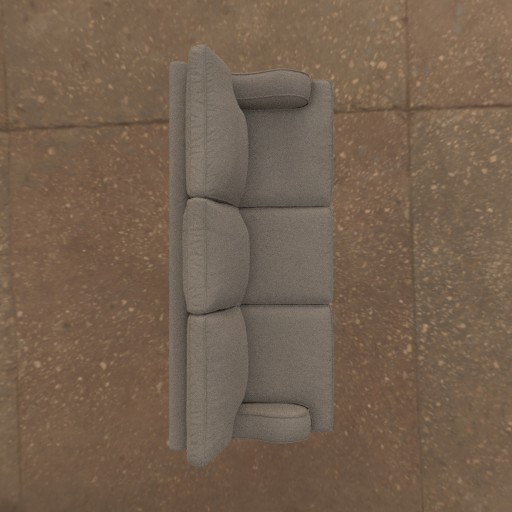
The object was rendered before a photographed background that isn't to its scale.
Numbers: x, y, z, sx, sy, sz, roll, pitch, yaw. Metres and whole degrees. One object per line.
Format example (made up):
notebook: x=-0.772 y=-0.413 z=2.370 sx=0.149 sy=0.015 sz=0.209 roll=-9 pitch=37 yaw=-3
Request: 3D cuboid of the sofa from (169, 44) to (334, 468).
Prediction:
sofa: x=0.000 y=0.000 z=2.858 sx=1.016 sy=0.991 sz=2.323 roll=0 pitch=90 yaw=1
